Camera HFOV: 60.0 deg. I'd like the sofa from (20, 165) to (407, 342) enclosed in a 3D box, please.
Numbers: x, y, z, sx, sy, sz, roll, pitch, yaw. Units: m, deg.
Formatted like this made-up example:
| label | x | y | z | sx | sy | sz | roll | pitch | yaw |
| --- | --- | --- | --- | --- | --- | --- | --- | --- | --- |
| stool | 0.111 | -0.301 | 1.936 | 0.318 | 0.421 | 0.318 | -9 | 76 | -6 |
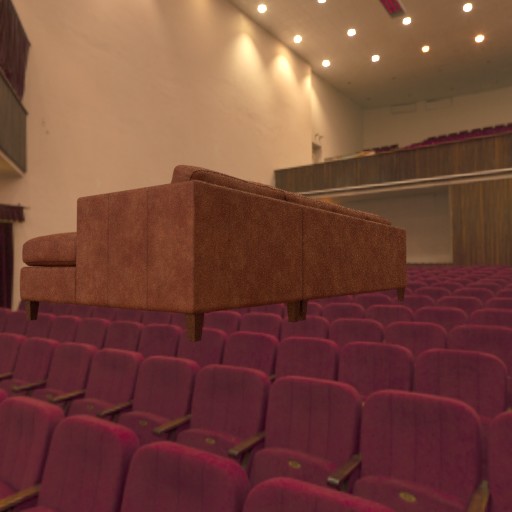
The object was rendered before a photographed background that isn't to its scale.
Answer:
| label | x | y | z | sx | sy | sz | roll | pitch | yaw |
| --- | --- | --- | --- | --- | --- | --- | --- | --- | --- |
| sofa | 0.000 | 0.000 | 3.764 | 1.581 | 0.883 | 3.203 | -1 | -2 | 35 |
